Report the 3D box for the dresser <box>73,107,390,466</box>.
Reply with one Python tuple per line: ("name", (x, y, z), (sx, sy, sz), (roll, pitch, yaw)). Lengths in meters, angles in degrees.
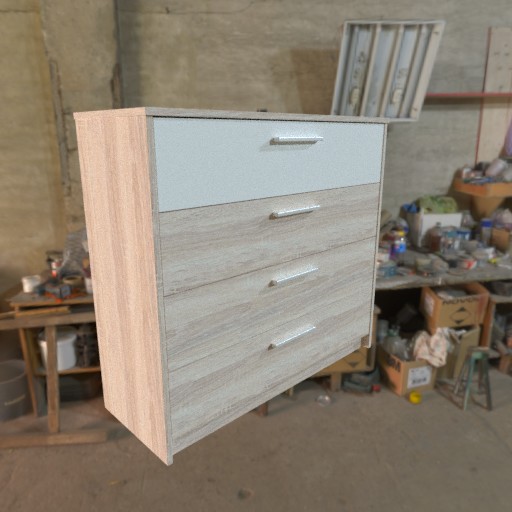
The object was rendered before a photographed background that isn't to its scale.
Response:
("dresser", (0.000, 0.000, 1.490), (0.980, 0.900, 0.380), (-14, 21, -42))
